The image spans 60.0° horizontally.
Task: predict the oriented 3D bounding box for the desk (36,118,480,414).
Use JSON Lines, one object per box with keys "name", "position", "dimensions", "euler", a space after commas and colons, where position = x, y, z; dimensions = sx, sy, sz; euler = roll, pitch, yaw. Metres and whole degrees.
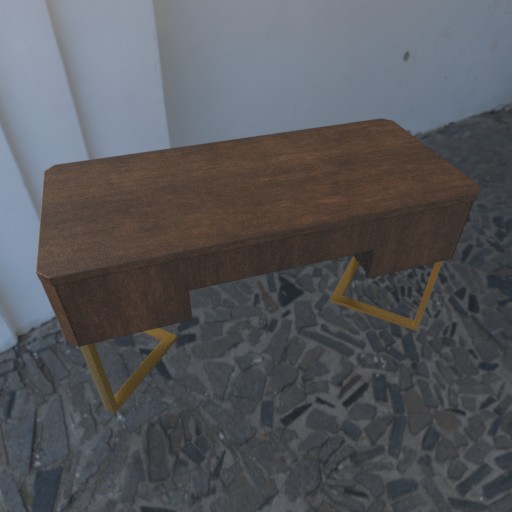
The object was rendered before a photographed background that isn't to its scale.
{"name": "desk", "position": [0.000, 0.000, 1.869], "dimensions": [1.479, 0.762, 0.684], "euler": [-12, 42, -13]}
